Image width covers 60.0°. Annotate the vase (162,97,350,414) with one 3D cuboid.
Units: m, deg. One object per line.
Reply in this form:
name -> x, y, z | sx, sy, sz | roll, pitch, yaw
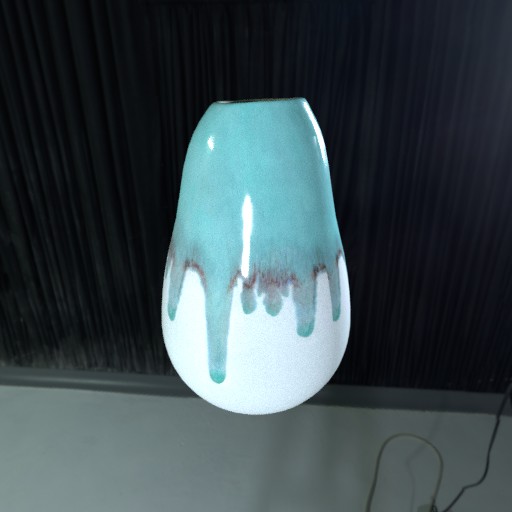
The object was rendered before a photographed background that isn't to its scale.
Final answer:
vase -> 0.000, 0.000, 0.260 | 0.116, 0.179, 0.116 | 0, 28, 0
